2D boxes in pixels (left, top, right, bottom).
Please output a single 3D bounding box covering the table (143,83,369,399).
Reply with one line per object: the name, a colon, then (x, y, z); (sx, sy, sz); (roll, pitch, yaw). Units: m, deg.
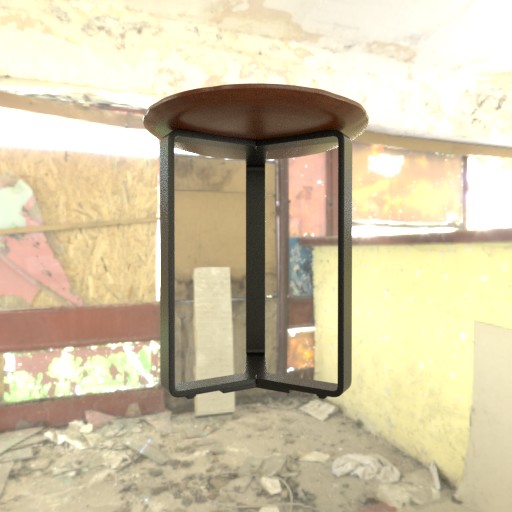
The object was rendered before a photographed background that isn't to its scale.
table: (0.000, 0.000, 0.777); (0.380, 0.450, 0.410); (0, 1, 0)
